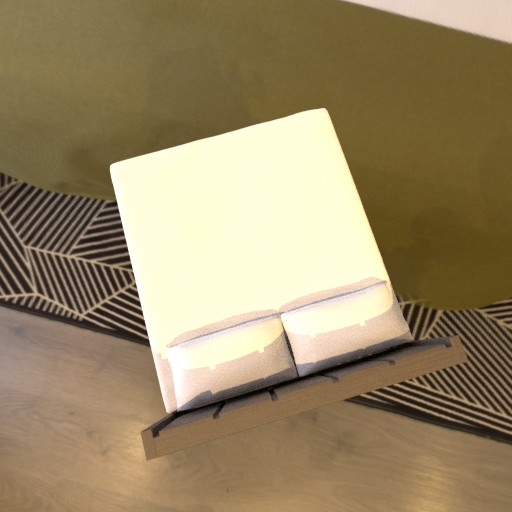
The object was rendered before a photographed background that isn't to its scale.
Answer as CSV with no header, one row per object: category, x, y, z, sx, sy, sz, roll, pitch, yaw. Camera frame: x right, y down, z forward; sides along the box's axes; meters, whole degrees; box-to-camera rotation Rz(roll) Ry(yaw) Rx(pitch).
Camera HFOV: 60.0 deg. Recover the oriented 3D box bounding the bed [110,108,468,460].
bed,0.000,0.000,3.092,1.735,1.261,1.992,-16,77,-4
